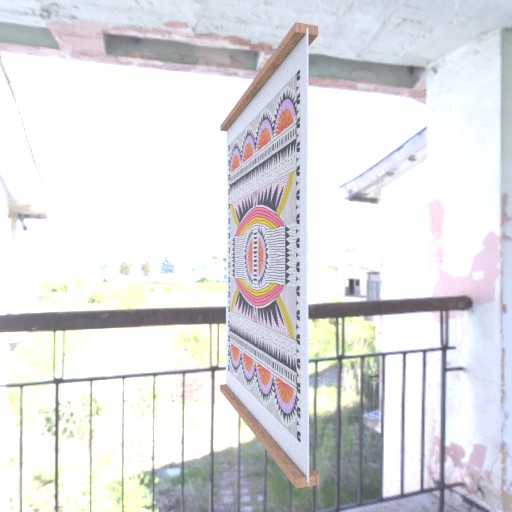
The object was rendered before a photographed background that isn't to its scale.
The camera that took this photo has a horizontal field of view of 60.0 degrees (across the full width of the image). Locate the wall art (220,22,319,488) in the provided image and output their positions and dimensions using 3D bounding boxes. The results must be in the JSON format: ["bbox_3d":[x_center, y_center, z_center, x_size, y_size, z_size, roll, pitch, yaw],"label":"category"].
[{"bbox_3d":[0.000,0.000,0.696,0.028,0.527,0.403,0,-1,-17],"label":"wall art"}]
